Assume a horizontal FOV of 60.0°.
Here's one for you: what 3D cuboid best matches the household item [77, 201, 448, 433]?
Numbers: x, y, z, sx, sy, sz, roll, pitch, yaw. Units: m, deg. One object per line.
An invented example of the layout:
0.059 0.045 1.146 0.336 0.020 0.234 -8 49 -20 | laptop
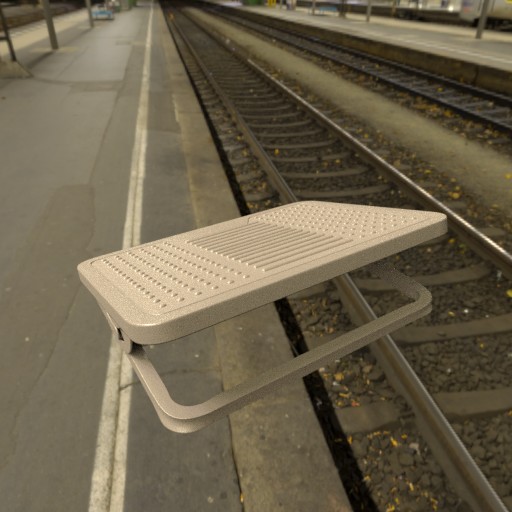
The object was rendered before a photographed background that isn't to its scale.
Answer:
0.000 0.000 0.560 0.390 0.126 0.301 -18 36 -27 | household item
